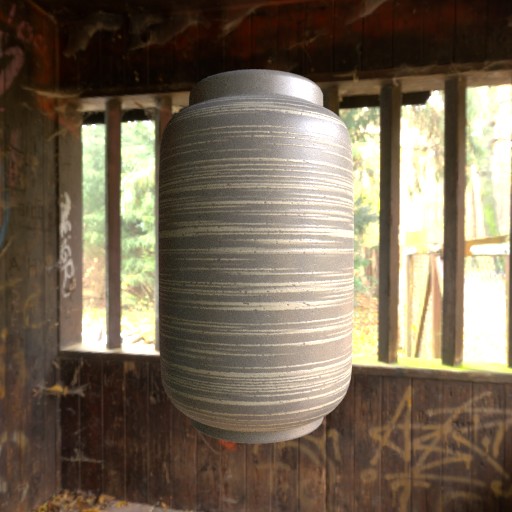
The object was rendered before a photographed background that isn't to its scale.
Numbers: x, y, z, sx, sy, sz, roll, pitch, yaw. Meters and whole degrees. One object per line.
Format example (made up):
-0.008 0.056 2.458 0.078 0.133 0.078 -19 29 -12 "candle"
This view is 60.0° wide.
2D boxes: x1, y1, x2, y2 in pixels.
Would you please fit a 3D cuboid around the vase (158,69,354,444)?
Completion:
0.000 0.000 0.689 0.297 0.499 0.297 0 1 0 "vase"
